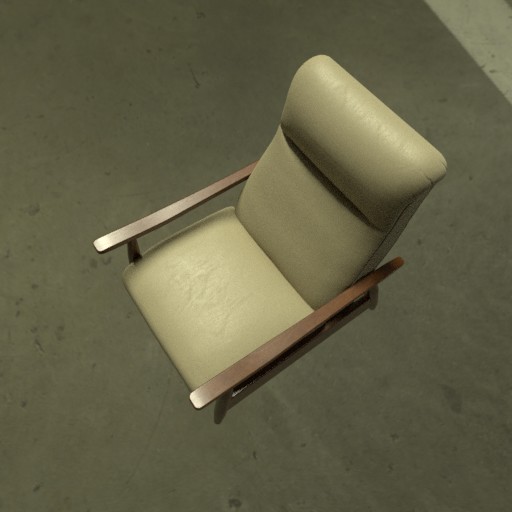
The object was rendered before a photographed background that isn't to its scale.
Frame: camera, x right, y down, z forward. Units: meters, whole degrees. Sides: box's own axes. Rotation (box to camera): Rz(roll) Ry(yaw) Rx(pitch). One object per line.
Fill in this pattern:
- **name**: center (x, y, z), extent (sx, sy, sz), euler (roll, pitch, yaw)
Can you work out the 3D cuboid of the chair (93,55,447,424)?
- **chair**: center (0.000, 0.000, 1.769), extent (1.014, 1.082, 0.762), euler (-32, 67, -15)
